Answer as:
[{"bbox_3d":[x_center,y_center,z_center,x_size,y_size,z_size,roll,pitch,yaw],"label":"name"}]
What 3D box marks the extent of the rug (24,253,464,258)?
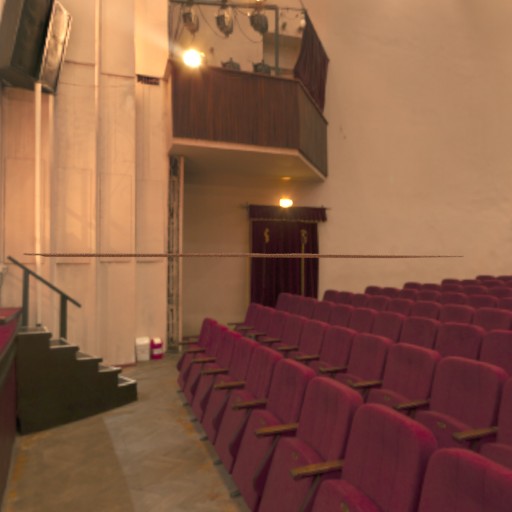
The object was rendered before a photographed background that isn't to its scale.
[{"bbox_3d":[0.000,0.000,2.634,2.390,0.014,0.741,0,-1,-18],"label":"rug"}]
